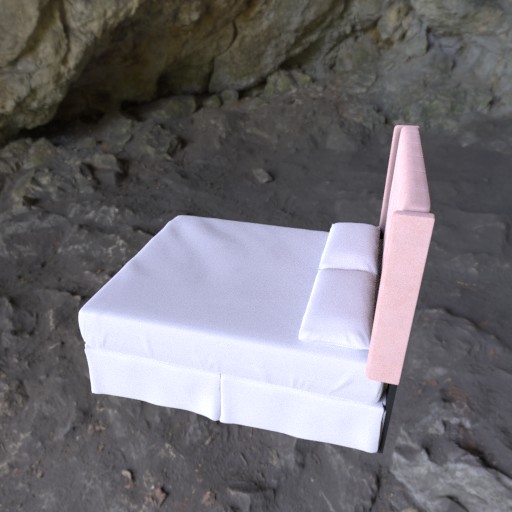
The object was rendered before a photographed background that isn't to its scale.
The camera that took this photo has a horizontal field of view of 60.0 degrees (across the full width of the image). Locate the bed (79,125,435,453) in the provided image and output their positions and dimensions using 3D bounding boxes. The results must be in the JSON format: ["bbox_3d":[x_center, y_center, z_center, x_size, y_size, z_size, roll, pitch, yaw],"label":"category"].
[{"bbox_3d":[0.000,0.000,3.235,2.066,1.665,1.719,8,31,13],"label":"bed"}]
